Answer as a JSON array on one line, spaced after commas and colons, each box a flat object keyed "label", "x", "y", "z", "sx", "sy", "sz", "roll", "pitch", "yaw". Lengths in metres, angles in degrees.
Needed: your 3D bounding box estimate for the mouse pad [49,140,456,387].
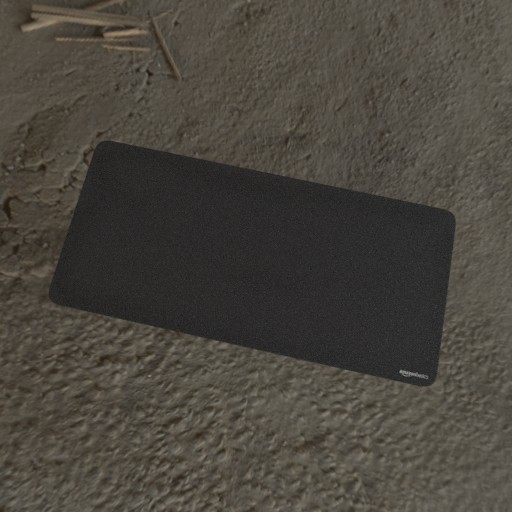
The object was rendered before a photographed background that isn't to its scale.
[{"label": "mouse pad", "x": 0.000, "y": 0.000, "z": 1.050, "sx": 0.907, "sy": 0.003, "sz": 0.424, "roll": 12, "pitch": 78, "yaw": 3}]
